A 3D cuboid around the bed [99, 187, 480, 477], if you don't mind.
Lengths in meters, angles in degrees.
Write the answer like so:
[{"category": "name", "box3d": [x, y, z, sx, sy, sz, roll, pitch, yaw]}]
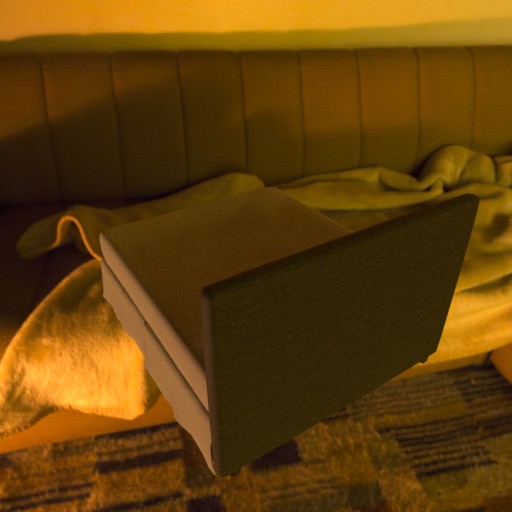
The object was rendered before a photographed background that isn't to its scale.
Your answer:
[{"category": "bed", "box3d": [0.000, 0.000, 3.272, 1.884, 1.330, 2.142, -19, 36, -28]}]
